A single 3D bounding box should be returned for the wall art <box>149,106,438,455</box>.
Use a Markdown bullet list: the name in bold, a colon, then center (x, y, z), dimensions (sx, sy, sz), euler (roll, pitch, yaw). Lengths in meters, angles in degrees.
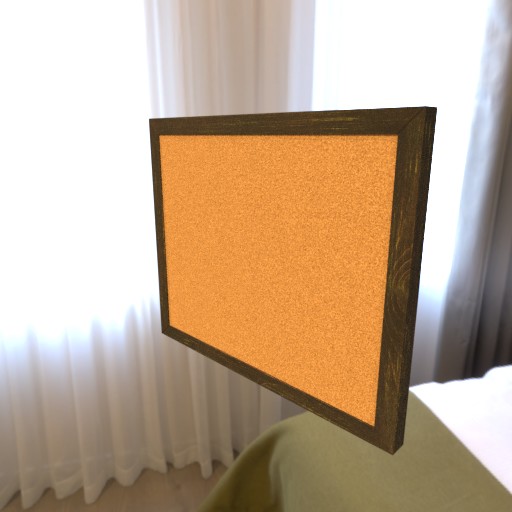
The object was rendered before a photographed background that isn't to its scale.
- **wall art**: center (0.000, 0.000, 0.750), dimensions (0.558, 0.457, 0.032), euler (14, 21, 43)
